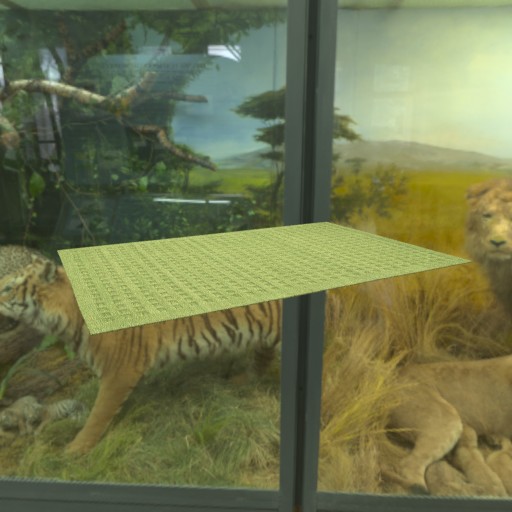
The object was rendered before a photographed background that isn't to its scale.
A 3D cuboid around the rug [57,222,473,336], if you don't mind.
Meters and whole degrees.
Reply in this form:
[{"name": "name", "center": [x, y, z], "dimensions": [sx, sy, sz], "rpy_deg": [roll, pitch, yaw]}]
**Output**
[{"name": "rug", "center": [0.000, 0.000, 2.925], "dimensions": [2.297, 0.007, 1.529], "rpy_deg": [-8, 17, -27]}]
